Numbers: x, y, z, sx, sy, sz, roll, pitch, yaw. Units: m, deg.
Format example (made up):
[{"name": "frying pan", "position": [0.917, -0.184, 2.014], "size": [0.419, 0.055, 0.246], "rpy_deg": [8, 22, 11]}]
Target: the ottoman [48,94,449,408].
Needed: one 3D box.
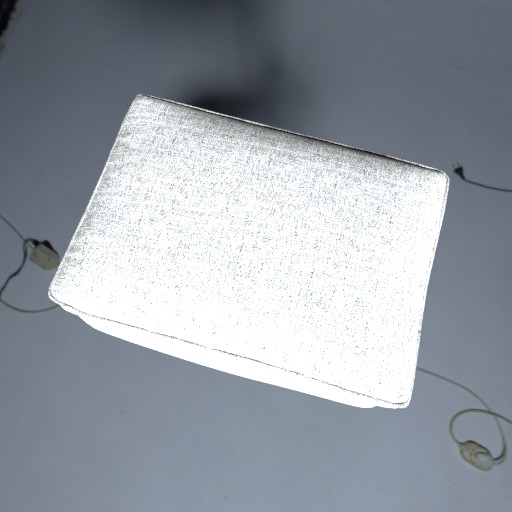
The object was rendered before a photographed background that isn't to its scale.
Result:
[{"name": "ottoman", "position": [0.000, 0.000, 0.976], "size": [0.686, 0.406, 0.508], "rpy_deg": [16, 74, 5]}]
